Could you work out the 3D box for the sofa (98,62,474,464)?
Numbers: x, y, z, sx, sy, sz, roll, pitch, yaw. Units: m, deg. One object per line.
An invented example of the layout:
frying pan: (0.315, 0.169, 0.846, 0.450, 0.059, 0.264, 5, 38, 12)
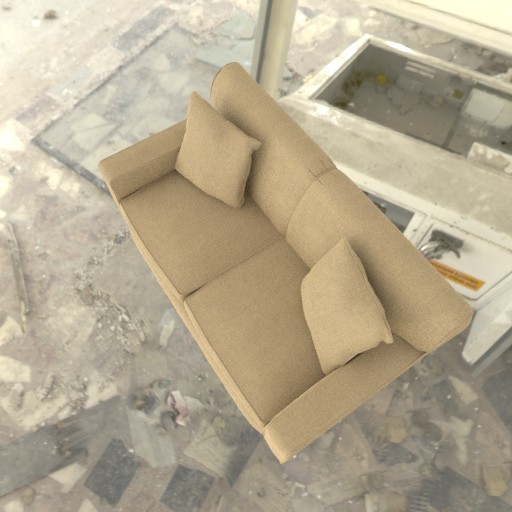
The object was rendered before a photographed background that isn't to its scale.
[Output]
sofa: (0.000, 0.000, 2.402, 0.998, 0.958, 1.846, -31, 67, -15)
